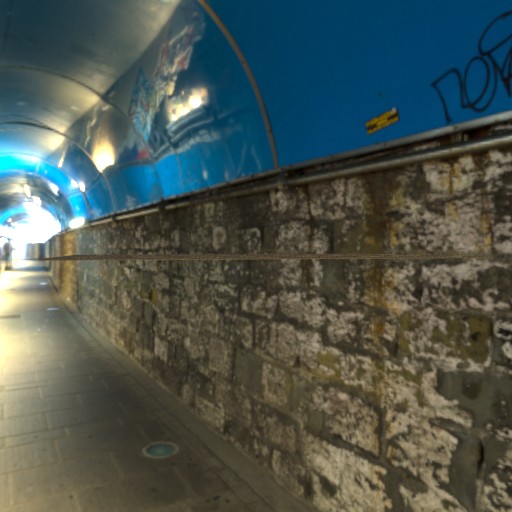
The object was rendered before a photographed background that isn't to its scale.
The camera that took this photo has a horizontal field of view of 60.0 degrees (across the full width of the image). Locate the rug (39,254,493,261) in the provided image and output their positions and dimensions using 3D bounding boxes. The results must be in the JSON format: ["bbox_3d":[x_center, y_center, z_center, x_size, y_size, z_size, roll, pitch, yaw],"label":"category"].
[{"bbox_3d":[0.000,0.000,2.825,2.284,0.008,1.522,0,1,-17],"label":"rug"}]
